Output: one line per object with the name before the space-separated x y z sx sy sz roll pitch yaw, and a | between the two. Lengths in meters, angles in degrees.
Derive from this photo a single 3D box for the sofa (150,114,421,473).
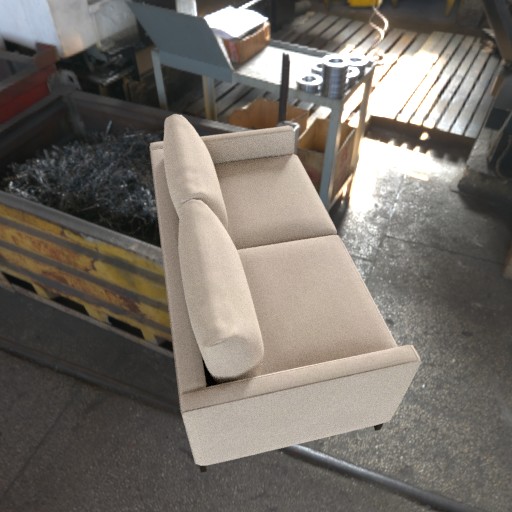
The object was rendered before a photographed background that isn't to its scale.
sofa | 0.000 0.000 2.189 0.875 0.840 1.682 -9 47 -9
